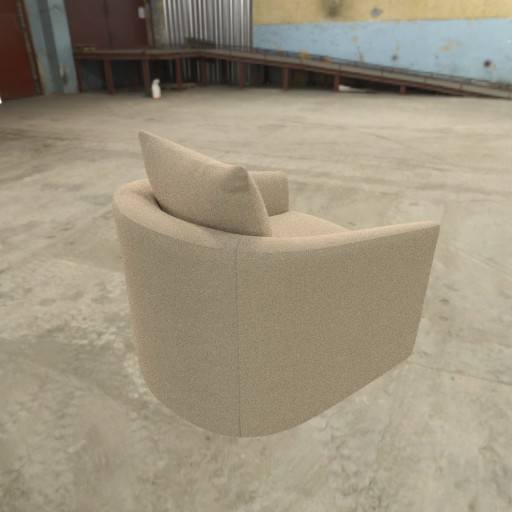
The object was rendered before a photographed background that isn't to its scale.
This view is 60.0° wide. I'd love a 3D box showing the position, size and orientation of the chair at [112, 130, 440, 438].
[{"bbox_3d":[0.000,0.000,1.564,0.910,0.848,0.845,-18,31,-33],"label":"chair"}]
